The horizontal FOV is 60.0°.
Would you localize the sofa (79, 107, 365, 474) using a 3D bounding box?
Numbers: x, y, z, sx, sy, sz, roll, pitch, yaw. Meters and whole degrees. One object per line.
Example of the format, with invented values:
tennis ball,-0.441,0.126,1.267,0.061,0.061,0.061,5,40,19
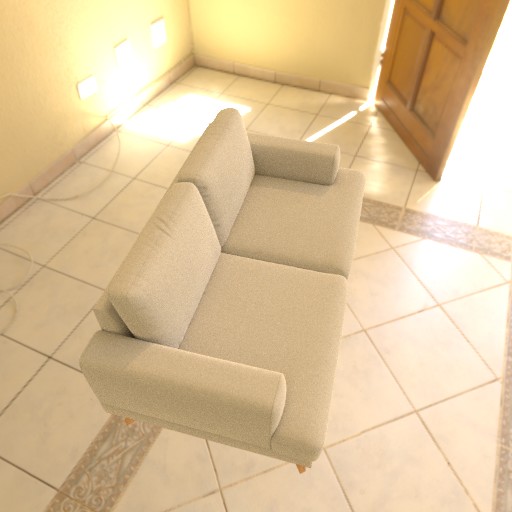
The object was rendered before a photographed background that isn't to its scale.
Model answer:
sofa,0.000,0.000,2.125,0.915,0.810,1.651,11,49,10
